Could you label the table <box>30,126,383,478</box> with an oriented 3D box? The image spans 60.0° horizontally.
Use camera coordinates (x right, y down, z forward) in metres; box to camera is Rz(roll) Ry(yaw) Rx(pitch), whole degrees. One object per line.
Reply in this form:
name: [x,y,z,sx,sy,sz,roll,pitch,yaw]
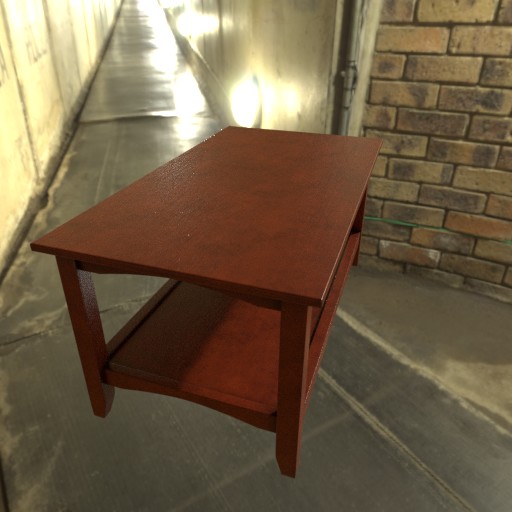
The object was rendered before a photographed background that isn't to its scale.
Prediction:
table: [0.000,0.000,1.216,0.533,0.456,0.943,10,31,17]
